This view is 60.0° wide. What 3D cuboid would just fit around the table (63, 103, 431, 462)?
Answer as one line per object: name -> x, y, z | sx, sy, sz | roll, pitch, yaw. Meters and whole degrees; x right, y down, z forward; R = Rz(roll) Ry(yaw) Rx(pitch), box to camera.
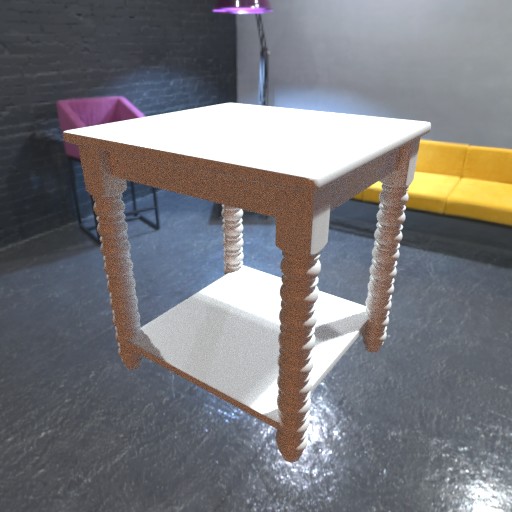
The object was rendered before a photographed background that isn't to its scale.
table -> 0.000, 0.000, 0.987 | 0.533, 0.563, 0.500 | 17, 31, 31
